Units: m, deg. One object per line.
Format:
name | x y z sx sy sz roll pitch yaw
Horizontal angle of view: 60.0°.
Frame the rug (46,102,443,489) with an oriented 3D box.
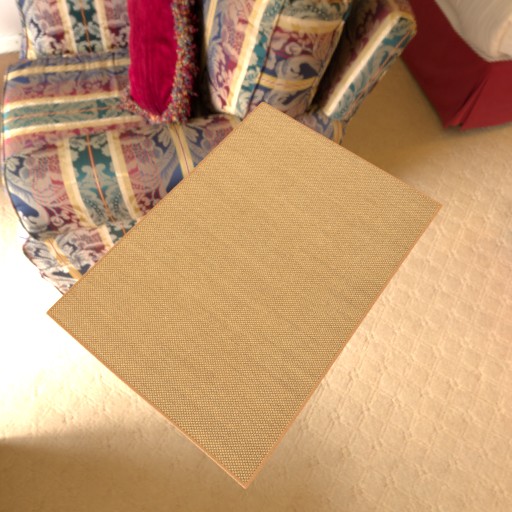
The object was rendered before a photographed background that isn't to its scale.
rug | 0.000 0.000 2.796 1.524 0.013 2.134 35 69 16
